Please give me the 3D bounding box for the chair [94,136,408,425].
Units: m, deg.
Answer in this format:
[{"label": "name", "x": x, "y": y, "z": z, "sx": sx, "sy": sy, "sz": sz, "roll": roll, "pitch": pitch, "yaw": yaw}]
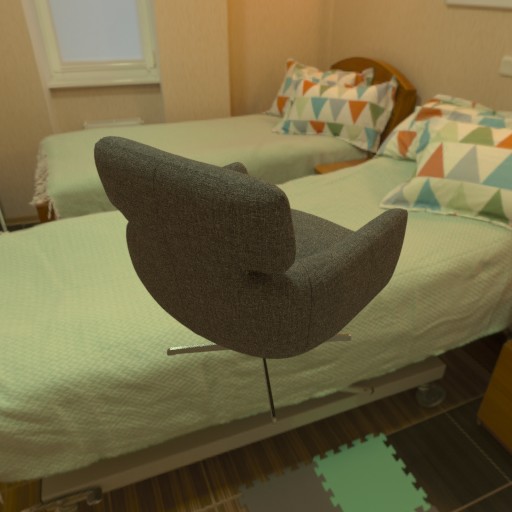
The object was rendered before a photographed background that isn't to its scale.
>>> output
[{"label": "chair", "x": 0.000, "y": 0.000, "z": 1.380, "sx": 0.706, "sy": 0.812, "sz": 0.715, "roll": 23, "pitch": 38, "yaw": 32}]
